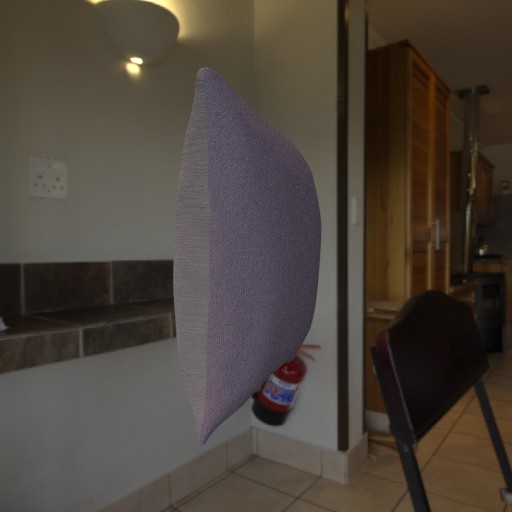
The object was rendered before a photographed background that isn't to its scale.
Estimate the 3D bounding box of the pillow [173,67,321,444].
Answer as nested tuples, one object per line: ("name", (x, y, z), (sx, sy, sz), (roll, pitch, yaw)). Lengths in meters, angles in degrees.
("pillow", (0.000, 0.000, 0.713), (0.204, 0.439, 0.452), (0, 0, 17))
